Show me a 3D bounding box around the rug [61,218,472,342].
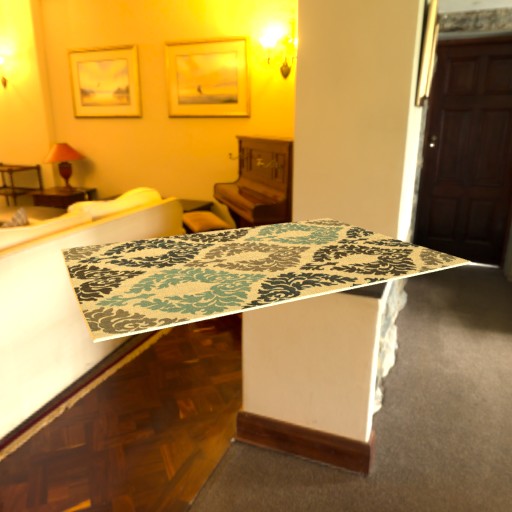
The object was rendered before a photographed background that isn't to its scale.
[{"bbox_3d":[0.000,0.000,2.921,2.275,0.014,1.514,-9,19,-26],"label":"rug"}]
